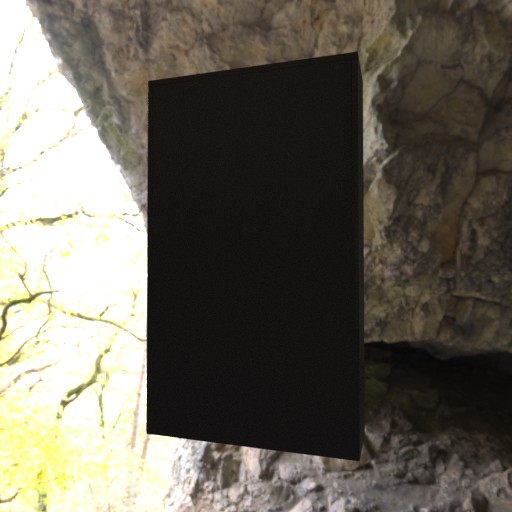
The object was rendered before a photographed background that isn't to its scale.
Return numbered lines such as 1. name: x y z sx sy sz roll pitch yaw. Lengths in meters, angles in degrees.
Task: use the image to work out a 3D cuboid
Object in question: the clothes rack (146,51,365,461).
1. clothes rack: 0.000 0.000 1.614 0.750 1.280 0.250 0 -1 17
